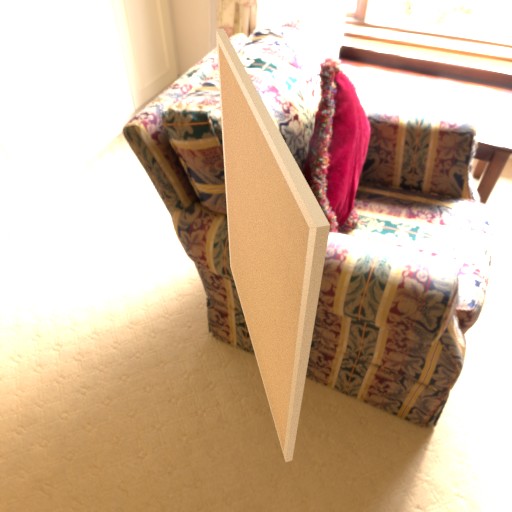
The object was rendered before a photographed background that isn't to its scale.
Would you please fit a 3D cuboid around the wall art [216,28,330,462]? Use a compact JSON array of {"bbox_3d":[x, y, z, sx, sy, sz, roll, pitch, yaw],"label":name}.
[{"bbox_3d":[0.000,0.000,0.742,0.012,0.557,0.482,-10,47,-10],"label":"wall art"}]
